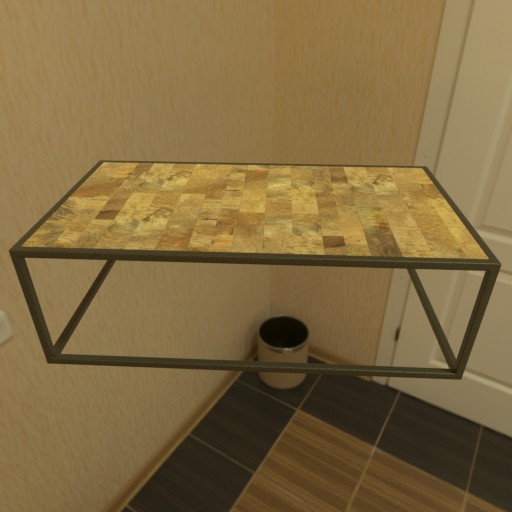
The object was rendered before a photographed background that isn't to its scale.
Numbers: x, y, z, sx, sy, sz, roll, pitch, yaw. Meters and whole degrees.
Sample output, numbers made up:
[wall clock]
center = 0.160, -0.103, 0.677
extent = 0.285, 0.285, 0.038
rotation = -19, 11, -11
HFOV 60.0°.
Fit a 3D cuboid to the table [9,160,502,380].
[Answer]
[table]
center = 0.000, 0.000, 1.454
extent = 1.199, 0.398, 0.649
rotation = 2, 32, 3
